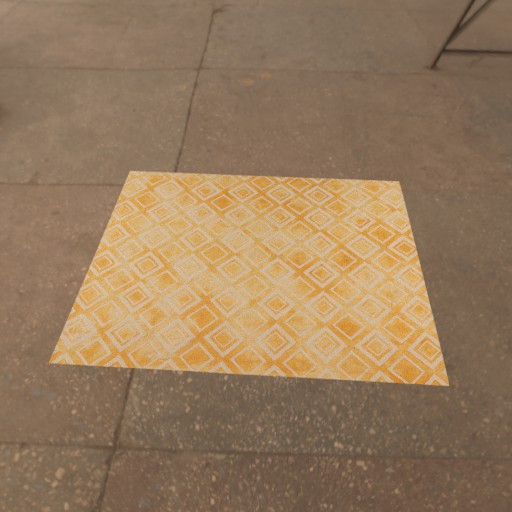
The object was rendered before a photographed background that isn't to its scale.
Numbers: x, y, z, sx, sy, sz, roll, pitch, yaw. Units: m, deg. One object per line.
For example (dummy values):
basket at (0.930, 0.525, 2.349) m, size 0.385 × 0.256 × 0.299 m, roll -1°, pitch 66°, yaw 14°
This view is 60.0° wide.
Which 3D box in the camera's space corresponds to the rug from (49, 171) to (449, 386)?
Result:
rug at (0.000, 0.000, 4.163) m, size 3.037 × 0.011 × 2.433 m, roll 3°, pitch 48°, yaw 2°
